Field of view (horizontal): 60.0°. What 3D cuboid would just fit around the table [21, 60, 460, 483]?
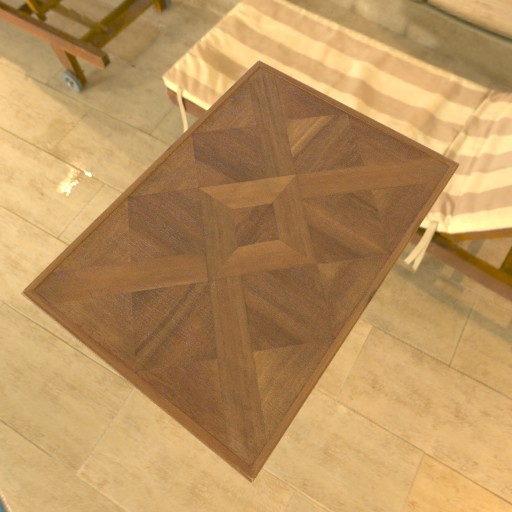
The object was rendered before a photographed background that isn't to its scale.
[{"bbox_3d":[0.000,0.000,1.674,0.877,0.492,1.238,33,69,15],"label":"table"}]
